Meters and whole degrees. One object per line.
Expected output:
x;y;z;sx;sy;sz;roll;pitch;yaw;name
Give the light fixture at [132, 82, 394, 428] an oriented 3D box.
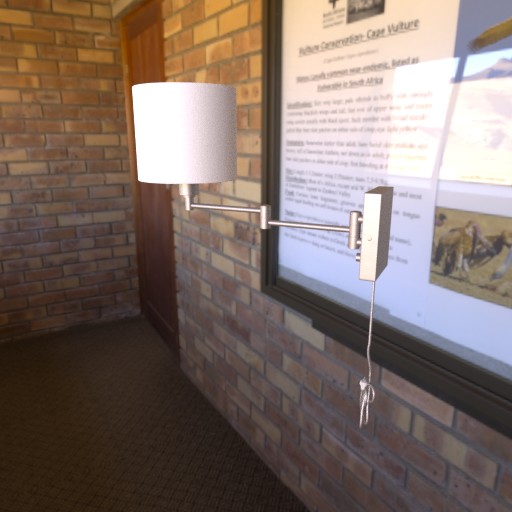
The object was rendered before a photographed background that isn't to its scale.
0.000;0.000;0.897;0.516;0.651;0.203;7;17;25;light fixture
